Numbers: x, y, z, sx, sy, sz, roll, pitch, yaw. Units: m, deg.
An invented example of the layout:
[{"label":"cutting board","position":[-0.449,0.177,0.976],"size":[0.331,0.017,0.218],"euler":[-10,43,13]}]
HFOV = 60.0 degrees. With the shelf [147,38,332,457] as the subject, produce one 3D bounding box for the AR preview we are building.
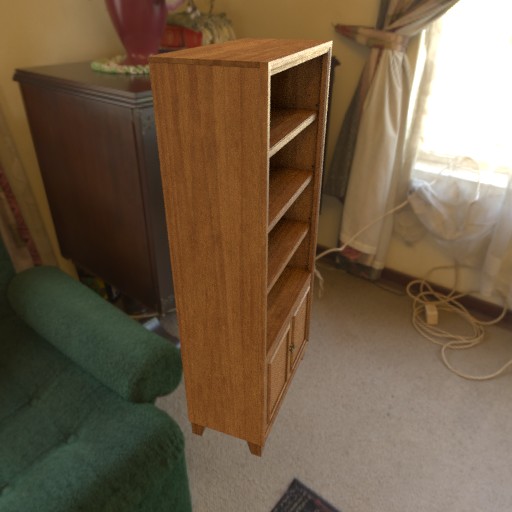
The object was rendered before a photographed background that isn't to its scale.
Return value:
[{"label":"shelf","position":[0.000,0.000,2.259],"size":[0.453,1.930,0.864],"euler":[11,32,18]}]
